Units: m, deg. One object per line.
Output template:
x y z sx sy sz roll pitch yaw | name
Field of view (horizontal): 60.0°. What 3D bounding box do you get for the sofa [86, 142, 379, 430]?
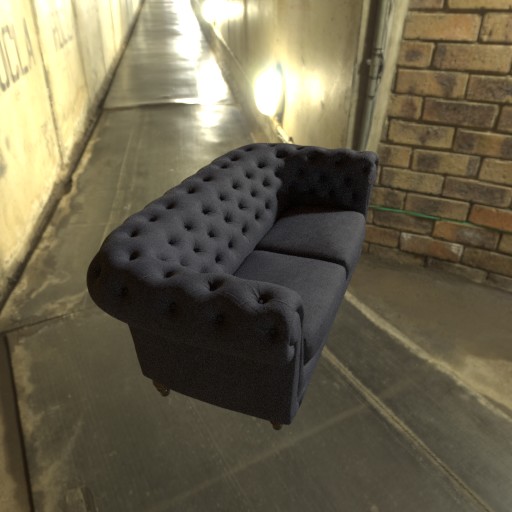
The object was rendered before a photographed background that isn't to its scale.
0.000 0.000 2.556 1.082 0.833 1.988 12 33 19 | sofa
